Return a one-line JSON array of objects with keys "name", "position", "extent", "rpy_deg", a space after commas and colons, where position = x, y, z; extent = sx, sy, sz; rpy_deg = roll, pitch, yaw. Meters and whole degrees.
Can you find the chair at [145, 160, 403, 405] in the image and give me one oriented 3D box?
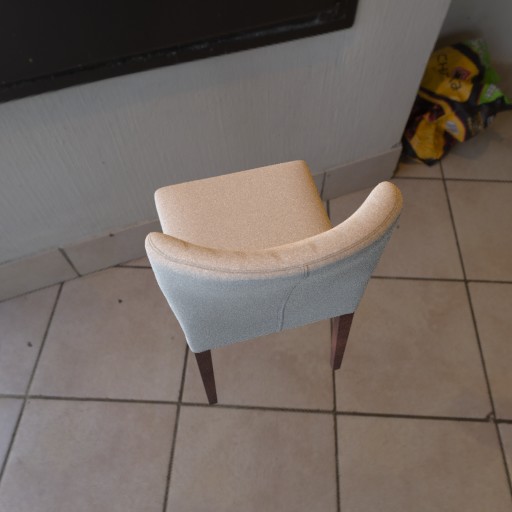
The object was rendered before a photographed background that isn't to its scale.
[{"name": "chair", "position": [0.000, 0.000, 1.205], "extent": [0.491, 0.839, 0.592], "rpy_deg": [-13, 59, -8]}]
